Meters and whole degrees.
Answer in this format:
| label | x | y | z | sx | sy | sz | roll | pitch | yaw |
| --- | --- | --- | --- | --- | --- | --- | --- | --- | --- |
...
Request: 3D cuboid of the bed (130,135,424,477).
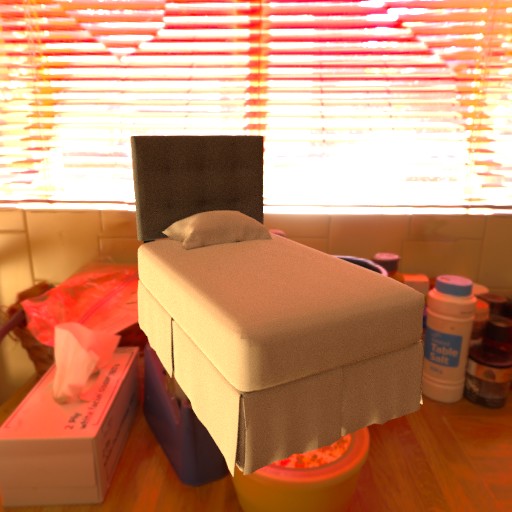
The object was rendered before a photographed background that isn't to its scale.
| label | x | y | z | sx | sy | sz | roll | pitch | yaw |
| --- | --- | --- | --- | --- | --- | --- | --- | --- | --- |
| bed | 0.000 | 0.000 | 2.992 | 1.261 | 1.571 | 1.997 | -8 | 17 | -27 |
